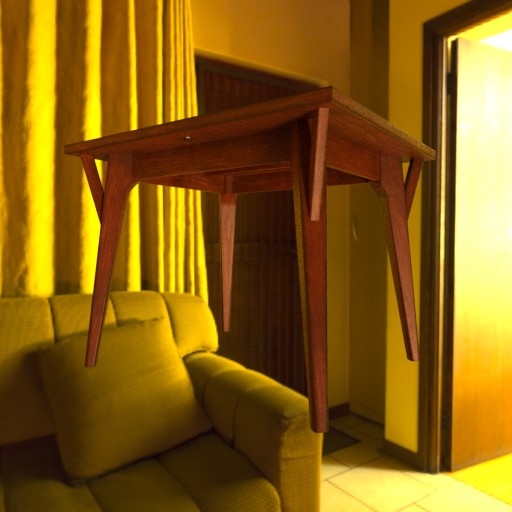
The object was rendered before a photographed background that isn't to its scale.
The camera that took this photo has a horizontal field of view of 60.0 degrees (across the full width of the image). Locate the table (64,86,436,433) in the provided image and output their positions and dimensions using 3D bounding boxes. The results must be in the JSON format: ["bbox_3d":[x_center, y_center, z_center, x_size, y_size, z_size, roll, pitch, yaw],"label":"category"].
[{"bbox_3d":[0.000,0.000,1.557,0.991,0.761,0.838,1,3,36],"label":"table"}]
